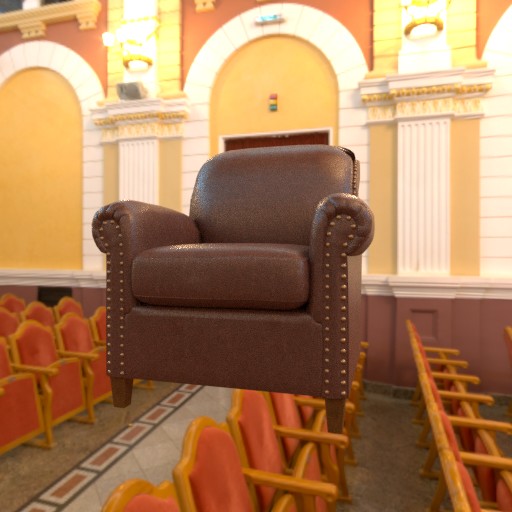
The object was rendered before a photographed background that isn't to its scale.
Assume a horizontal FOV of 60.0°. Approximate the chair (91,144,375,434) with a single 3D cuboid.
[{"bbox_3d":[0.000,0.000,1.629,0.854,0.927,0.890,0,1,17],"label":"chair"}]
